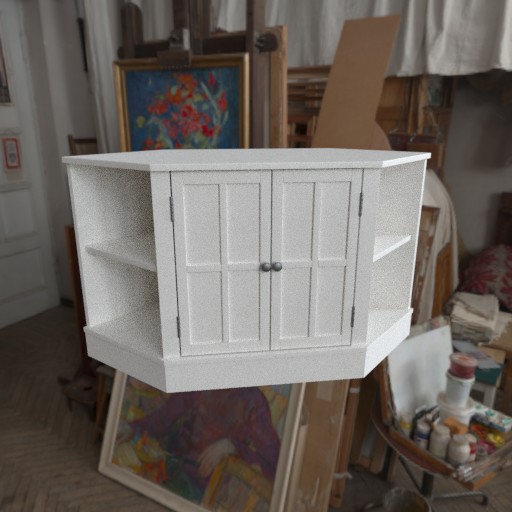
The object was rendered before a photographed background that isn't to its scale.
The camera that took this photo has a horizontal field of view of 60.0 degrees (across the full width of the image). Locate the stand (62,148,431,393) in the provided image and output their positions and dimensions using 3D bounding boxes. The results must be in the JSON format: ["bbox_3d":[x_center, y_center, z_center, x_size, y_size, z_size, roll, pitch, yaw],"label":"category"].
[{"bbox_3d":[0.000,0.000,1.371,1.072,0.614,0.477,-2,18,-7],"label":"stand"}]
